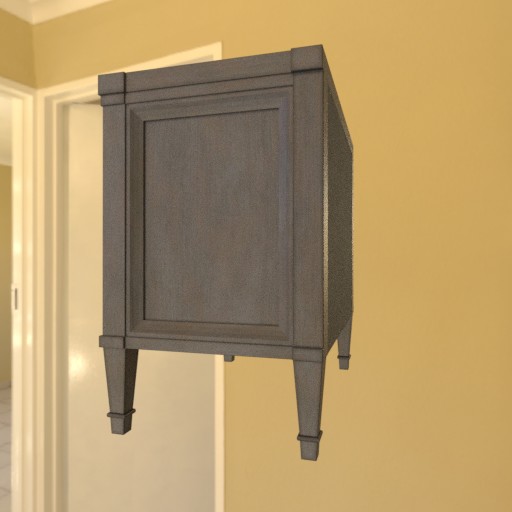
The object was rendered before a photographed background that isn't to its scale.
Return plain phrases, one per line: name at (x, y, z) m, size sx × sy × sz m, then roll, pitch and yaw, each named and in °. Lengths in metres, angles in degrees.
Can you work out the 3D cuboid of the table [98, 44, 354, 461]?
table at (0.000, 0.000, 1.066) m, size 0.413 × 0.660 × 0.660 m, roll 0°, pitch 0°, yaw 16°
